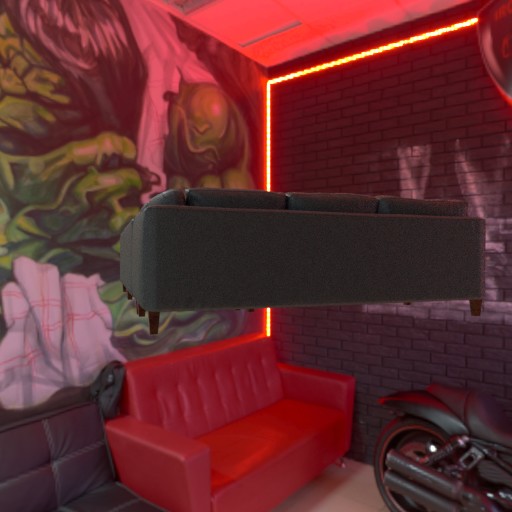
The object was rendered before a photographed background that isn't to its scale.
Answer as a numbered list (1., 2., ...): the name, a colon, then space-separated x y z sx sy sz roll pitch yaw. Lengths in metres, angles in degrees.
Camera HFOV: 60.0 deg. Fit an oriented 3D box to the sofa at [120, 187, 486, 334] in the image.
1. sofa: 0.000 0.000 4.575 2.593 0.923 3.460 0 0 -19
